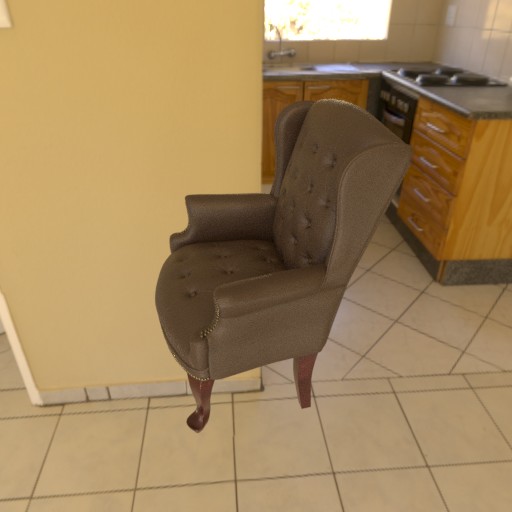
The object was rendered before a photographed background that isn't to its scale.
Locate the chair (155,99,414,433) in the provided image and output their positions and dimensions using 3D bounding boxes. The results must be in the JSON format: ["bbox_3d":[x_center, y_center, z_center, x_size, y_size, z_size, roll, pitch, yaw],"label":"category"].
[{"bbox_3d":[0.000,0.000,1.754,0.819,1.132,0.829,-7,31,-12],"label":"chair"}]
